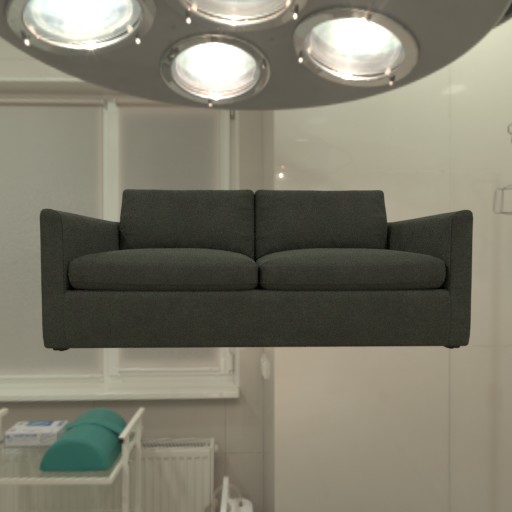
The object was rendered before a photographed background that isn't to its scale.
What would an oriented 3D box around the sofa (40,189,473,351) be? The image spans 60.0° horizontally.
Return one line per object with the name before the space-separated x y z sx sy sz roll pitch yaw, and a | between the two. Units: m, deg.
sofa | 0.000 0.000 2.477 1.909 0.845 1.091 0 0 -2
